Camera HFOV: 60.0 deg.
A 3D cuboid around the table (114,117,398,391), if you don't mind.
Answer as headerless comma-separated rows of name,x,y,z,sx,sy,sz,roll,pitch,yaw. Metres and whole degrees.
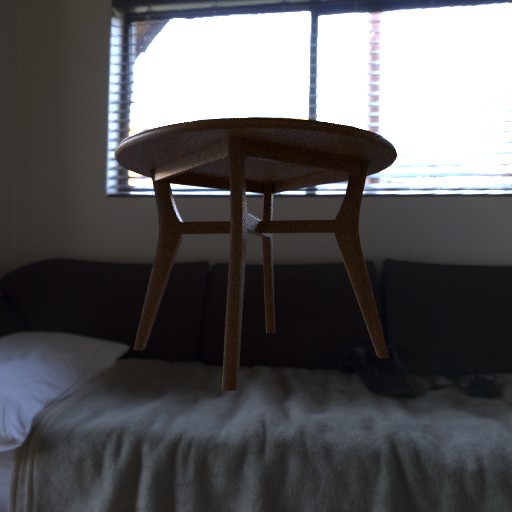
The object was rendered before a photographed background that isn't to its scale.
table,0.000,0.000,1.732,1.055,0.757,1.055,0,0,0
